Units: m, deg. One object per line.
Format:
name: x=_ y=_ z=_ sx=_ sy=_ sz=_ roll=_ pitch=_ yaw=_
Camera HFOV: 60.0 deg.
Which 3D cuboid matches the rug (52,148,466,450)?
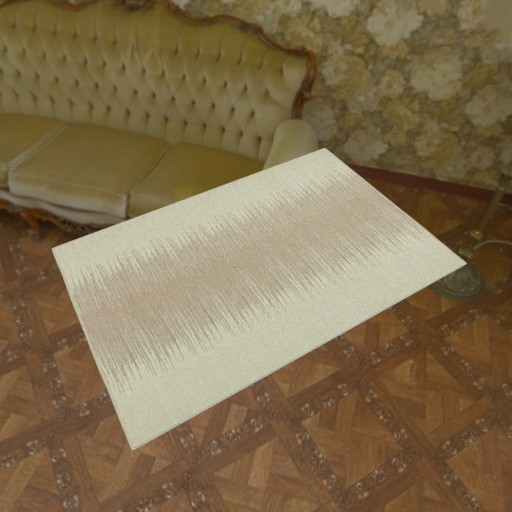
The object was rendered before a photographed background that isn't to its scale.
rug: x=0.000 y=0.000 z=2.362 sx=1.850 sy=0.006 sz=1.234 roll=-24 pitch=52 yaw=-20
